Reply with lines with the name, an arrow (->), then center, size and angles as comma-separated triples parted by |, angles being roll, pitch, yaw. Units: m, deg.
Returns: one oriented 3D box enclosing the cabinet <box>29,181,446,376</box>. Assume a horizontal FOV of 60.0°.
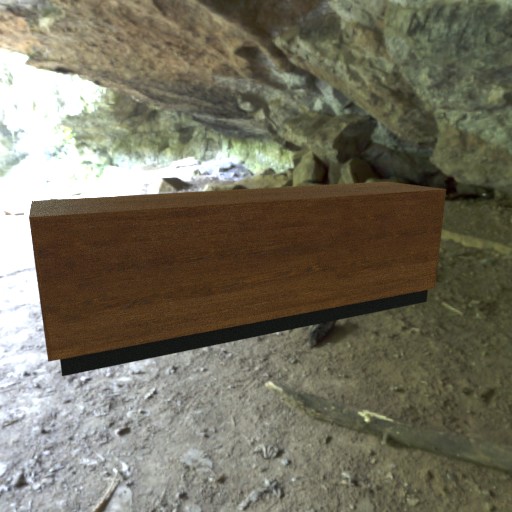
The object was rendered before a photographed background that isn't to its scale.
cabinet -> 0.000, 0.000, 1.817 | 1.600, 0.510, 0.419 | -7, 17, -24
